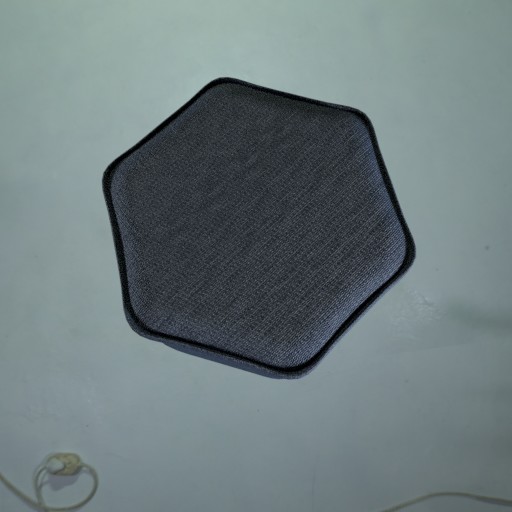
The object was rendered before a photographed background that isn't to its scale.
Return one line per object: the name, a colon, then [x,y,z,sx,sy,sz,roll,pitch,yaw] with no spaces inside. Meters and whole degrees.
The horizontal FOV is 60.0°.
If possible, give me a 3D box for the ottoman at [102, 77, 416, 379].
ottoman: [0.000,0.000,0.893,0.454,0.505,0.492,-10,75,-3]
